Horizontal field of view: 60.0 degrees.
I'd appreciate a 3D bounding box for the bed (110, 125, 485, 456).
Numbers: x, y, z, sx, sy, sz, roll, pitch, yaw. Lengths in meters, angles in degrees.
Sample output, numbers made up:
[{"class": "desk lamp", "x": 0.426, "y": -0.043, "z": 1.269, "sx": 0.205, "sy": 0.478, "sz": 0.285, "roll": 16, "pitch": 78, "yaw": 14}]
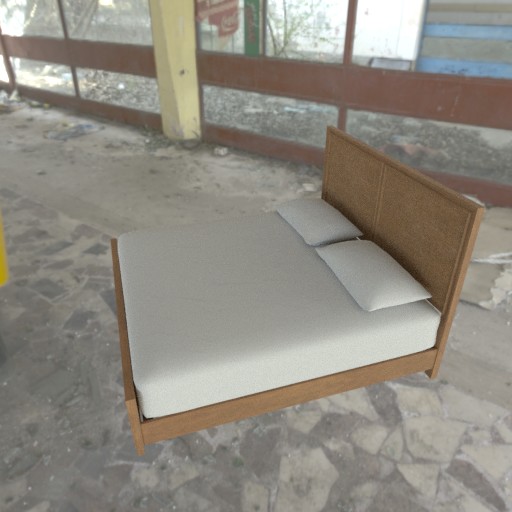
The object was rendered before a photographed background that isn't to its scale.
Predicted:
[{"class": "bed", "x": 0.000, "y": 0.000, "z": 3.489, "sx": 2.184, "sy": 1.387, "sz": 2.003, "roll": -9, "pitch": 32, "yaw": -15}]
